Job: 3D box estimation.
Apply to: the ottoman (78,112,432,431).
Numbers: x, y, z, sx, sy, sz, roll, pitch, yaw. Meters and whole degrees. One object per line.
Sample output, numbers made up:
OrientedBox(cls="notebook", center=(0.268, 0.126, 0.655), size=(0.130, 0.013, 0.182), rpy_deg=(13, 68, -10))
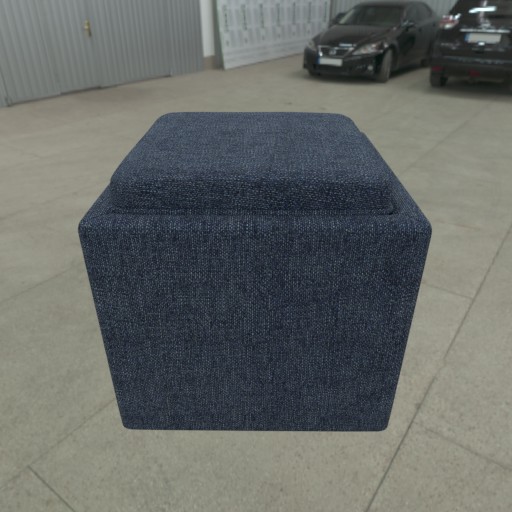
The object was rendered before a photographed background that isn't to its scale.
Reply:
OrientedBox(cls="ottoman", center=(0.000, 0.000, 0.824), size=(0.450, 0.460, 0.450), rpy_deg=(0, 31, 0))
